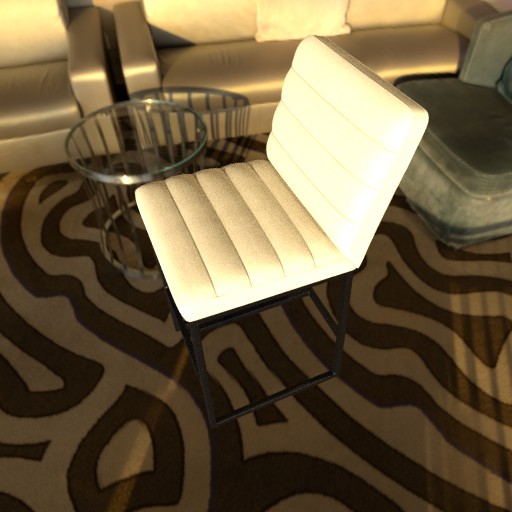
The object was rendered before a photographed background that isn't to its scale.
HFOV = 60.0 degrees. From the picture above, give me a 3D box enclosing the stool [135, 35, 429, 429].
[{"bbox_3d":[0.000,0.000,1.301,0.560,1.040,0.460,-18,49,-16],"label":"stool"}]
